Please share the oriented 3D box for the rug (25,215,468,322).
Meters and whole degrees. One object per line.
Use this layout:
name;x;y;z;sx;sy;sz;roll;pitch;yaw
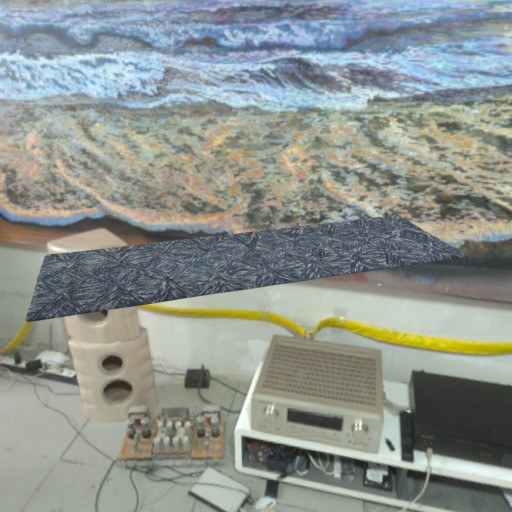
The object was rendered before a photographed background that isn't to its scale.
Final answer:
rug;0.000;0.000;2.519;2.306;0.013;0.719;-7;26;-15
